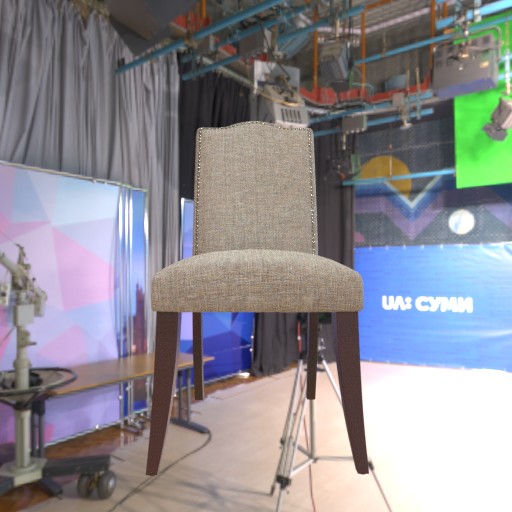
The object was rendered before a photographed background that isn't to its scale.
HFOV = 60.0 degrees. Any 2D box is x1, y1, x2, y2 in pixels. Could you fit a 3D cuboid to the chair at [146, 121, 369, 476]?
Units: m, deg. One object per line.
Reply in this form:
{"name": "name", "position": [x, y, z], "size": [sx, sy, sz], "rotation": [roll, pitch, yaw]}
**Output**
{"name": "chair", "position": [0.000, 0.000, 1.351], "size": [0.513, 1.016, 0.660], "rotation": [0, -1, -1]}
